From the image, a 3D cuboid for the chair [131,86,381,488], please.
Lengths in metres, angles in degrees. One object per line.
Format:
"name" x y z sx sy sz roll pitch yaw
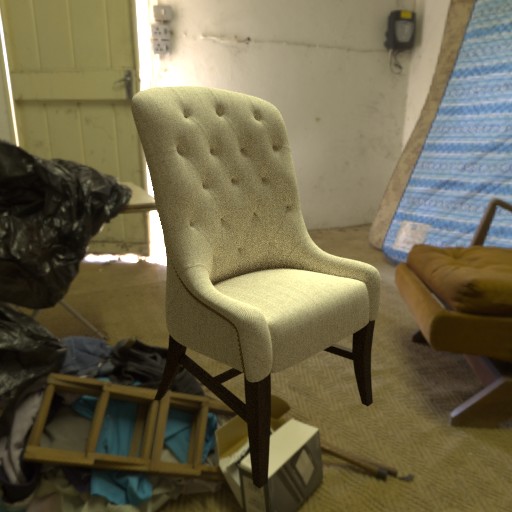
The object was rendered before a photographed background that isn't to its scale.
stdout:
"chair" 0.000 0.000 1.476 0.634 1.091 0.629 -15 21 -42
